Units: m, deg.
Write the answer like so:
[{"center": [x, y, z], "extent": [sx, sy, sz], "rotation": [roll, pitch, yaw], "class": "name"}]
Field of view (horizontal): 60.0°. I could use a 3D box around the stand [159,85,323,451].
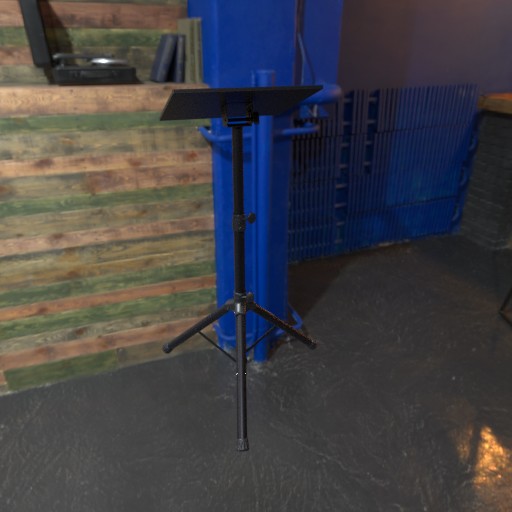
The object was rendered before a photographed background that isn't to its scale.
[{"center": [0.000, 0.000, 1.650], "extent": [0.702, 1.198, 0.702], "rotation": [-8, 27, -17], "class": "stand"}]
